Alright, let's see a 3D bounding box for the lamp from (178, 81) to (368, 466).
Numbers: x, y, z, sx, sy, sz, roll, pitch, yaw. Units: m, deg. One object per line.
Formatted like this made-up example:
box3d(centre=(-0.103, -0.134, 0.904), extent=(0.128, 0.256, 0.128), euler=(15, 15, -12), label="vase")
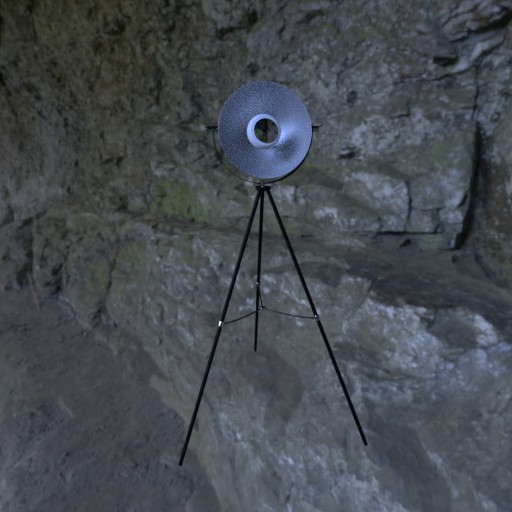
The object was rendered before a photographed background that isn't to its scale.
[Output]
box3d(centre=(0.000, 0.000, 2.070), extent=(0.817, 1.512, 0.920), euler=(-3, 17, -11), label="lamp")
